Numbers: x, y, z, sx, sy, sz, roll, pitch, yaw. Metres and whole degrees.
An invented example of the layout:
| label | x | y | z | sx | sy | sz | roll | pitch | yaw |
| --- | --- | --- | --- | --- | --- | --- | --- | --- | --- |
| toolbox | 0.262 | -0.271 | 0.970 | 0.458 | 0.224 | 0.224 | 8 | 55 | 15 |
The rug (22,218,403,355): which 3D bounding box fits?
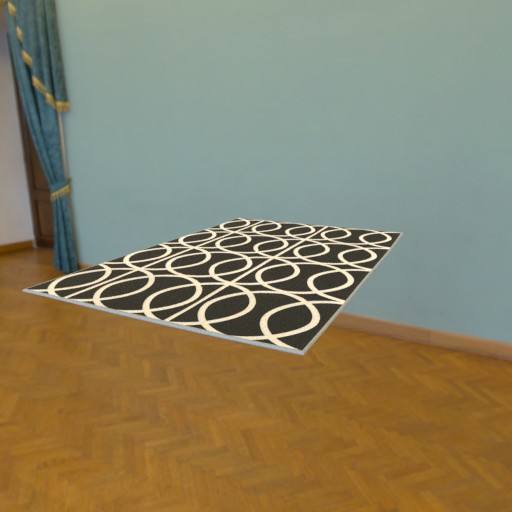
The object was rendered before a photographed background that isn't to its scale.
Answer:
| label | x | y | z | sx | sy | sz | roll | pitch | yaw |
| --- | --- | --- | --- | --- | --- | --- | --- | --- | --- |
| rug | 0.000 | 0.000 | 2.899 | 1.528 | 0.014 | 2.294 | 7 | 17 | 25 |
